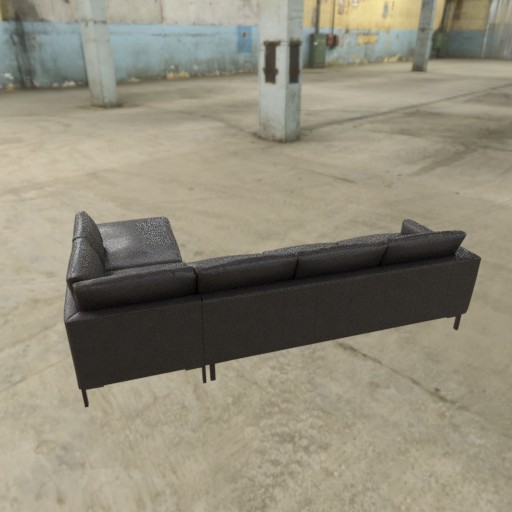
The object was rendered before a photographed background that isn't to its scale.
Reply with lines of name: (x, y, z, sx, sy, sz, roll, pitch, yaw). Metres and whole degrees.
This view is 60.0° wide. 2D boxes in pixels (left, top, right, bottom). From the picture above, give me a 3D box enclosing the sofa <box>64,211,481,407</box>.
sofa: (0.000, 0.000, 3.854, 2.984, 0.877, 1.938, -8, 27, -16)
